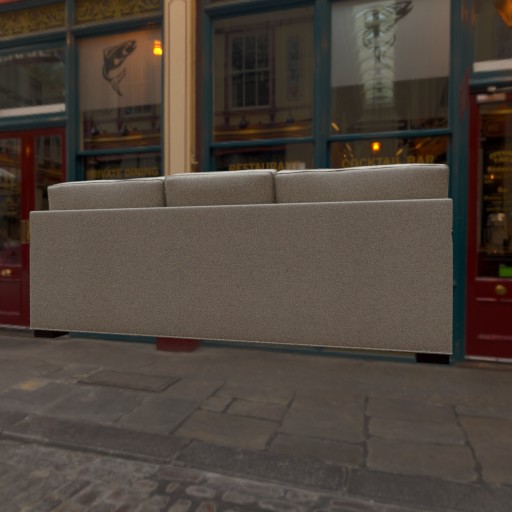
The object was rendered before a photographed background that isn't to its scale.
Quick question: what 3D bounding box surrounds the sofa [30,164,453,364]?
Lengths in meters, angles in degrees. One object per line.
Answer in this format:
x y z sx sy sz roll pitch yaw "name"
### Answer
0.000 0.000 2.778 2.087 0.861 1.496 0 1 16 "sofa"
